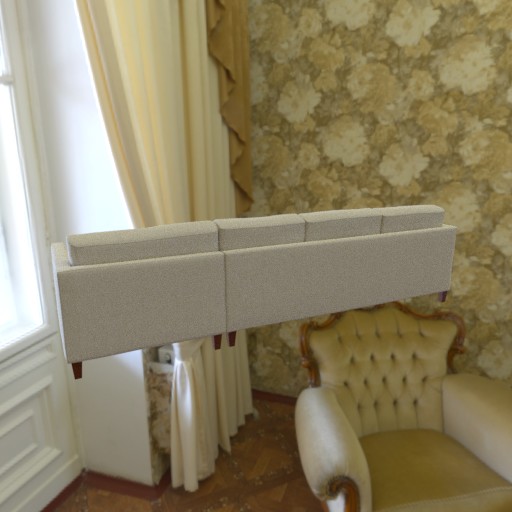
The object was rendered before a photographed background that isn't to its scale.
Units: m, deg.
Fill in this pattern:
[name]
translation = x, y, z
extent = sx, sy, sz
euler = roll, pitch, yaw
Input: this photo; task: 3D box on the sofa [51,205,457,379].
[sofa]
translation = 0.000, 0.000, 4.155
extent = 3.471, 0.954, 1.599
euler = -7, 16, -25
